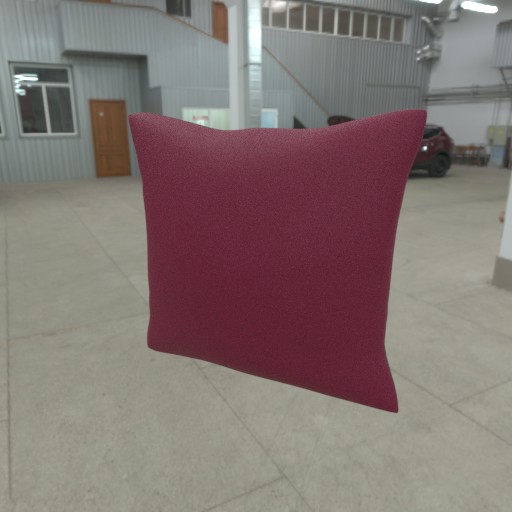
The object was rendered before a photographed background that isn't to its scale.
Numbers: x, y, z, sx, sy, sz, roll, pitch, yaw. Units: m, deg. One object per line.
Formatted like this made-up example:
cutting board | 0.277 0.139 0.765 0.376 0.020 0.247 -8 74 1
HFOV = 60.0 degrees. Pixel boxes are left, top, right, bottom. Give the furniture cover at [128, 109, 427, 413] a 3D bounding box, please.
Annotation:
furniture cover | 0.000 0.000 0.818 0.552 0.509 0.193 8 18 25
